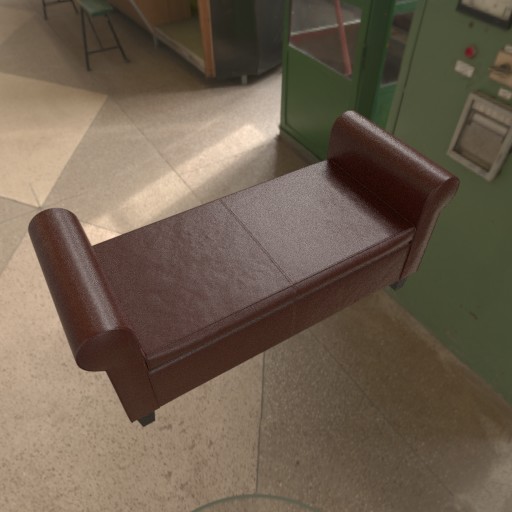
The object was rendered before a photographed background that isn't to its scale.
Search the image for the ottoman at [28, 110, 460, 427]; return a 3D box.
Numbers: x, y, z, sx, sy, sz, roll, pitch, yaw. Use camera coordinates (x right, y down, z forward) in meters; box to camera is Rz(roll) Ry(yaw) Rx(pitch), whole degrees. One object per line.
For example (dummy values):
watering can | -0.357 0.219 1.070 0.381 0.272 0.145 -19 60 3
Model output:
ottoman | 0.000 0.000 1.526 1.256 0.547 0.521 -24 50 -21
